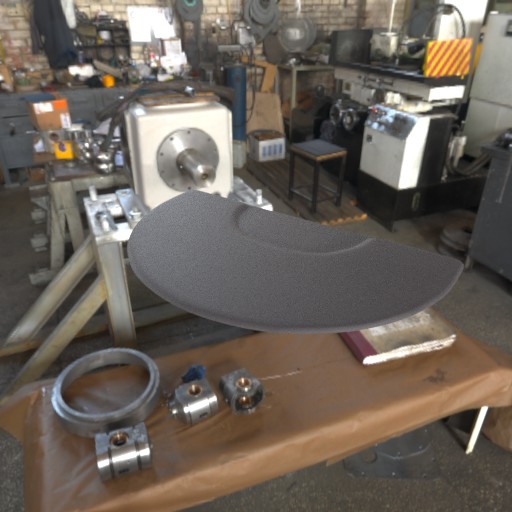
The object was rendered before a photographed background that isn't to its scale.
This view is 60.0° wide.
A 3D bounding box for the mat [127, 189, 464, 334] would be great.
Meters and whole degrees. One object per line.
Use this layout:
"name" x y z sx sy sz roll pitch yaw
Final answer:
"mat" 0.000 0.000 1.908 1.525 0.022 0.917 18 34 29
